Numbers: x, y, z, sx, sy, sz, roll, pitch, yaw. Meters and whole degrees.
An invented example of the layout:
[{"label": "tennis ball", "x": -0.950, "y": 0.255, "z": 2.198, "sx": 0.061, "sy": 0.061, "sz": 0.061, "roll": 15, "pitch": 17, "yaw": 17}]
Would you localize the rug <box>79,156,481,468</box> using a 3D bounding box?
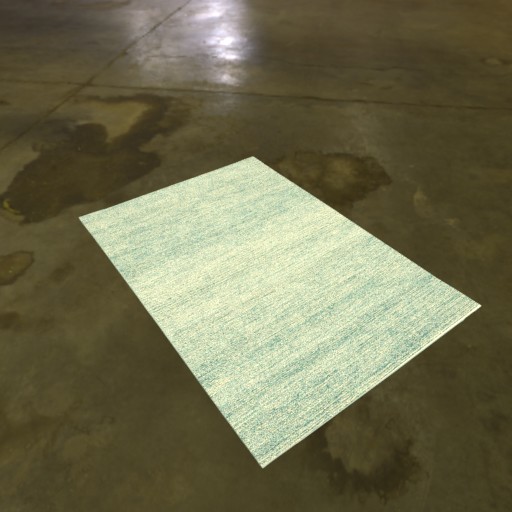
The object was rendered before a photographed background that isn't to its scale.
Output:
[{"label": "rug", "x": 0.000, "y": 0.000, "z": 2.956, "sx": 1.613, "sy": 0.030, "sz": 2.306, "roll": -25, "pitch": 46, "yaw": -27}]
